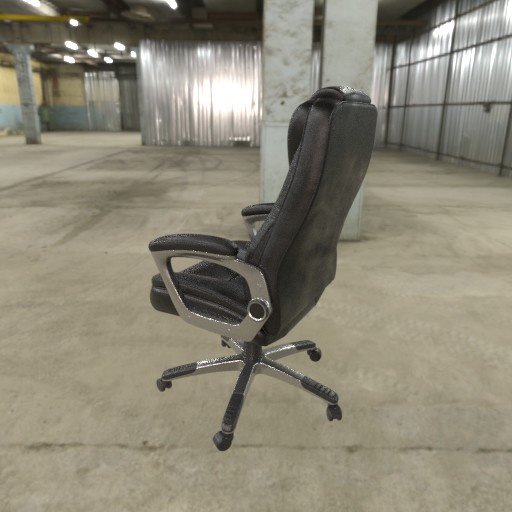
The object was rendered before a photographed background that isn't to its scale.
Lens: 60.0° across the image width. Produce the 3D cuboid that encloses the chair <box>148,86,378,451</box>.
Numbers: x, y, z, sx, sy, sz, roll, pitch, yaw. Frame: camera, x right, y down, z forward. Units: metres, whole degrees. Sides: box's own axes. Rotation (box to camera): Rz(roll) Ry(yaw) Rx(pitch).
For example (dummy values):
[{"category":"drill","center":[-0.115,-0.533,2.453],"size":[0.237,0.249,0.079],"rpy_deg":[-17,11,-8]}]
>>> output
[{"category":"chair","center":[0.000,0.000,1.527],"size":[0.689,1.075,0.697],"rpy_deg":[9,19,26]}]
